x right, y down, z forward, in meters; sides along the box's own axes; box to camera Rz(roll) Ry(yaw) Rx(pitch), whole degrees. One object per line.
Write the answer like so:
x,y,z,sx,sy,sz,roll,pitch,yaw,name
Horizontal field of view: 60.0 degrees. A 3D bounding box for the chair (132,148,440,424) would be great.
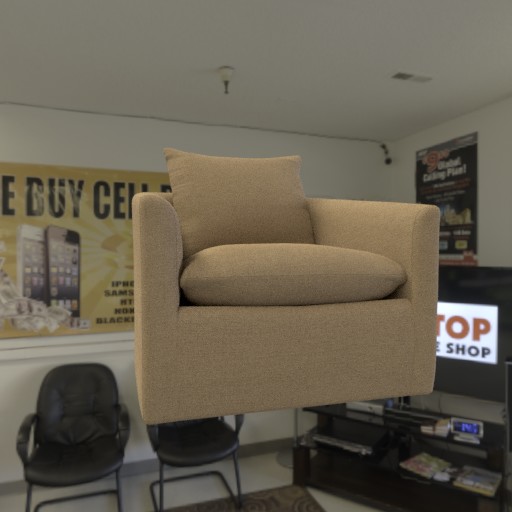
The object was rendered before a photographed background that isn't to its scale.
0.000,0.000,1.568,0.845,0.848,0.910,0,1,-17,chair
